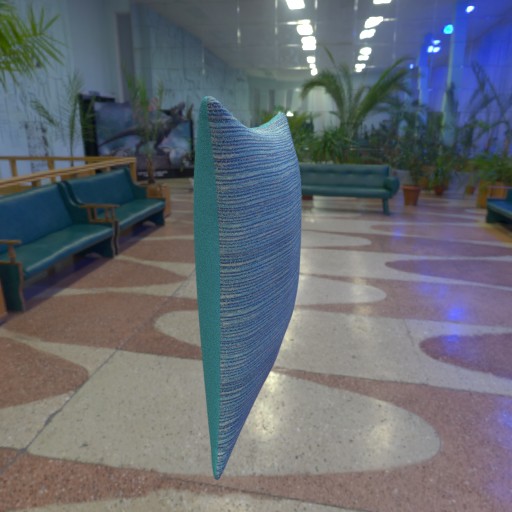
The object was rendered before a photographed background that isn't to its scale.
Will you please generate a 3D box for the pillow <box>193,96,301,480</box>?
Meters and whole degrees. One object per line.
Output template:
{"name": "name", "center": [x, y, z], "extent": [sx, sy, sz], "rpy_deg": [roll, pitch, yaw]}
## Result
{"name": "pillow", "center": [0.000, 0.000, 0.773], "extent": [0.150, 0.497, 0.514], "rpy_deg": [4, 17, 12]}
